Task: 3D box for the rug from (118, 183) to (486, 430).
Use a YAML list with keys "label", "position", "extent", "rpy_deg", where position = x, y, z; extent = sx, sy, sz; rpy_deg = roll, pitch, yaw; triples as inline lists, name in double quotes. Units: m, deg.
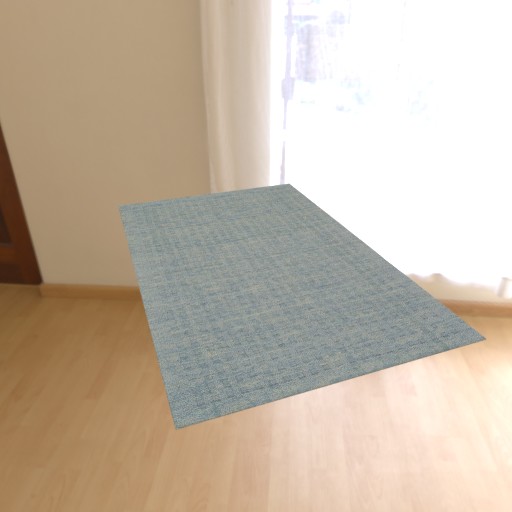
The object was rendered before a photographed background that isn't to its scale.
- label: "rug"
  position: [0.000, 0.000, 2.161]
  extent: [1.142, 0.006, 1.752]
  rpy_deg: [-10, 31, -18]
